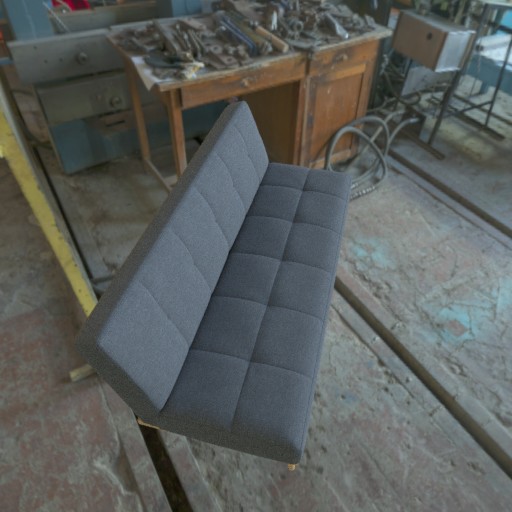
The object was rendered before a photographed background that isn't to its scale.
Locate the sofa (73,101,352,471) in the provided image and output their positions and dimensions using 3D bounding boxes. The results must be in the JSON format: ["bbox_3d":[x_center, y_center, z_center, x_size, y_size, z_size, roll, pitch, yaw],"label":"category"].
[{"bbox_3d":[0.000,0.000,2.251,0.820,0.770,1.820,10,46,10],"label":"sofa"}]
